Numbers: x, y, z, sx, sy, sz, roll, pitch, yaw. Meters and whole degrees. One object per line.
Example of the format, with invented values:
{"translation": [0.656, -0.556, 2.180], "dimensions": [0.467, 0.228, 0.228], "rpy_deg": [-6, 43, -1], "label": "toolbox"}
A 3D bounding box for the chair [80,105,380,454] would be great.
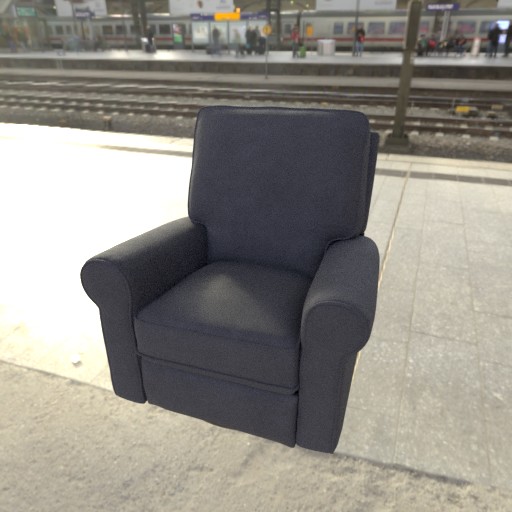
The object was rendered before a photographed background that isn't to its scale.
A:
{"translation": [0.000, 0.000, 1.611], "dimensions": [0.890, 0.961, 0.878], "rpy_deg": [9, 28, 17], "label": "chair"}
